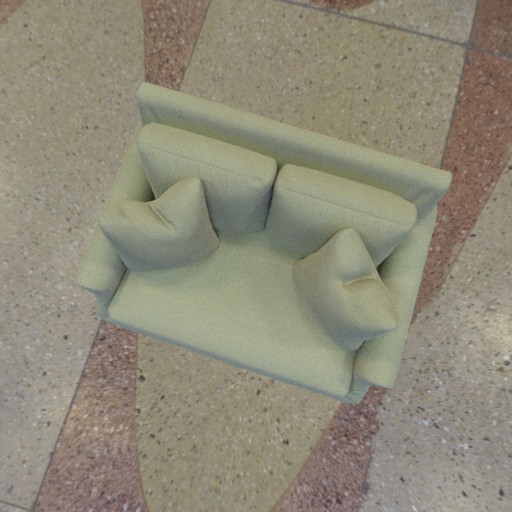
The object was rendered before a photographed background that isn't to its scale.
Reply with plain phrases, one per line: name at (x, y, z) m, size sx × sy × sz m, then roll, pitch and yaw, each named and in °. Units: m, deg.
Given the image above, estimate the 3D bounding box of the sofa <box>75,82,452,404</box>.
sofa at (0.000, 0.000, 2.165) m, size 1.550 × 0.905 × 1.070 m, roll 18°, pitch 77°, yaw 4°
